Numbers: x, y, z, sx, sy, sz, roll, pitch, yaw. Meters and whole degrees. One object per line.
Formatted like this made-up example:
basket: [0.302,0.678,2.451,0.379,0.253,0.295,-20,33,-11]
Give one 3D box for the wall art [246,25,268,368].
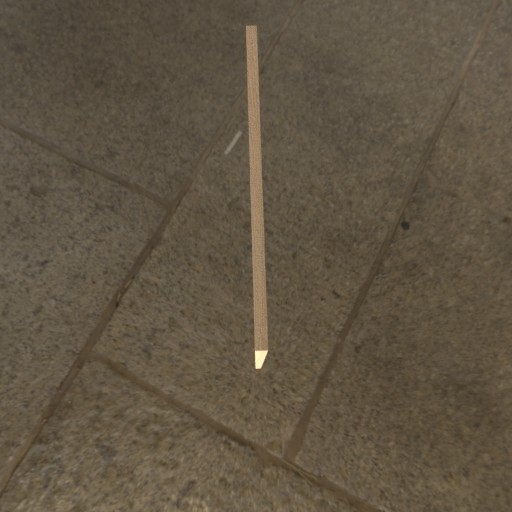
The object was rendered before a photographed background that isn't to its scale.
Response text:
wall art: [0.000,0.000,0.807,0.013,0.683,0.381,-2,74,0]
